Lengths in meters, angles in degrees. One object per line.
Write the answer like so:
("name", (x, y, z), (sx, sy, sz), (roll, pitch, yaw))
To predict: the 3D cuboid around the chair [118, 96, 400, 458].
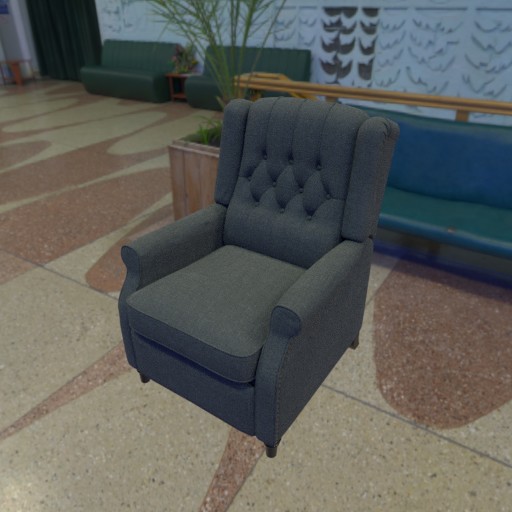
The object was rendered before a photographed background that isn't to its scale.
("chair", (0.000, 0.000, 1.664), (0.742, 1.035, 0.898), (18, 34, 29))
